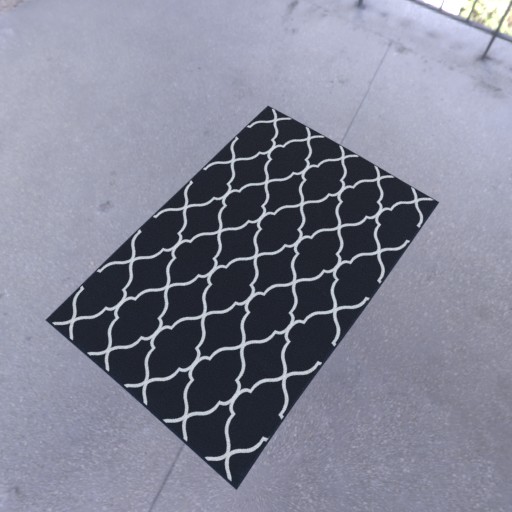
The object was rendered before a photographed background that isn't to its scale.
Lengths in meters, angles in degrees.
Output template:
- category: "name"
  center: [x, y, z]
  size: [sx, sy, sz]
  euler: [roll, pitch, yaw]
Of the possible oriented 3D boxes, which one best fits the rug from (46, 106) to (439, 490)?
- category: "rug"
  center: [0.000, 0.000, 2.931]
  size: [1.526, 0.014, 2.290]
  euler: [34, 68, 16]
